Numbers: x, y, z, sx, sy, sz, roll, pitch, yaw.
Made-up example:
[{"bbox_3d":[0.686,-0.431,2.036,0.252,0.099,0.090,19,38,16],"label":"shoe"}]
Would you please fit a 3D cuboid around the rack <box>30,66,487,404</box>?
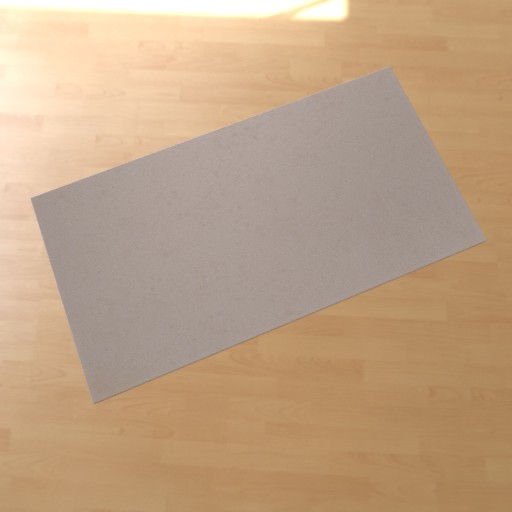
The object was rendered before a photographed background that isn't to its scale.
[{"bbox_3d":[0.000,0.000,1.689,1.159,0.880,0.613,-22,77,-5],"label":"rack"}]
